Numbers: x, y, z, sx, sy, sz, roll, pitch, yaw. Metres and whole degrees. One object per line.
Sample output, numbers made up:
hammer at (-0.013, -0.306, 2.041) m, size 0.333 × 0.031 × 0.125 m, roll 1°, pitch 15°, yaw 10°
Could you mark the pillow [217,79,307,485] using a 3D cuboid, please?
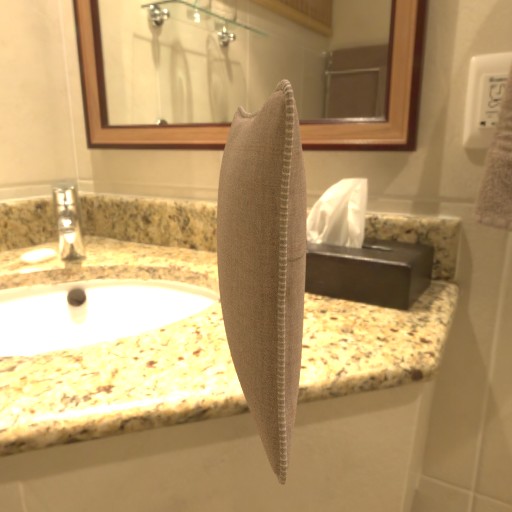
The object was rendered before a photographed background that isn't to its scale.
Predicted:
pillow at (0.000, 0.000, 0.726) m, size 0.124 × 0.494 × 0.485 m, roll -2°, pitch 15°, yaw -8°
